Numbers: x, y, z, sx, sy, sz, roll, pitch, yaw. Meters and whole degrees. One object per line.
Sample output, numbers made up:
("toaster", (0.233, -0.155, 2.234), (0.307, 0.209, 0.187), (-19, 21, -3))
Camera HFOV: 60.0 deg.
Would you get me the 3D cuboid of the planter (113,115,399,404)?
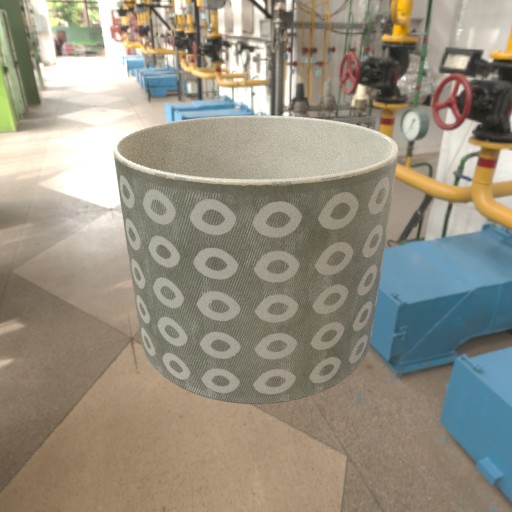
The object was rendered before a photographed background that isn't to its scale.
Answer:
("planter", (0.000, 0.000, 0.347), (0.190, 0.181, 0.190), (0, 27, 0))
